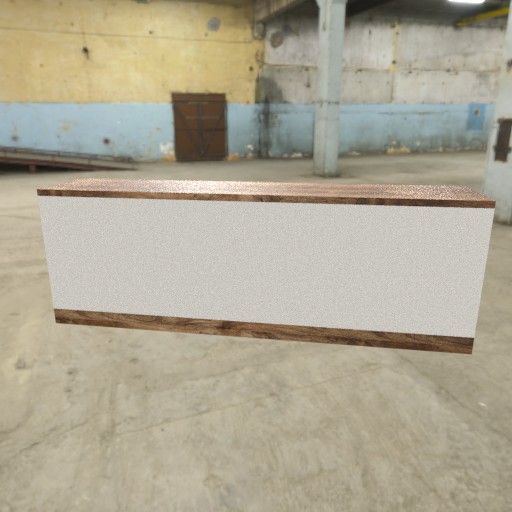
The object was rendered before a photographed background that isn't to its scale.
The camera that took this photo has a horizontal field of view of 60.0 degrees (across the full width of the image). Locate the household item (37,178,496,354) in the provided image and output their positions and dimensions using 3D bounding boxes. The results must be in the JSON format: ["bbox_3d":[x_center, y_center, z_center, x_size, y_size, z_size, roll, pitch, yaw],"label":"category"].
[{"bbox_3d":[0.000,0.000,1.994,1.800,0.615,0.390,3,17,9],"label":"household item"}]
